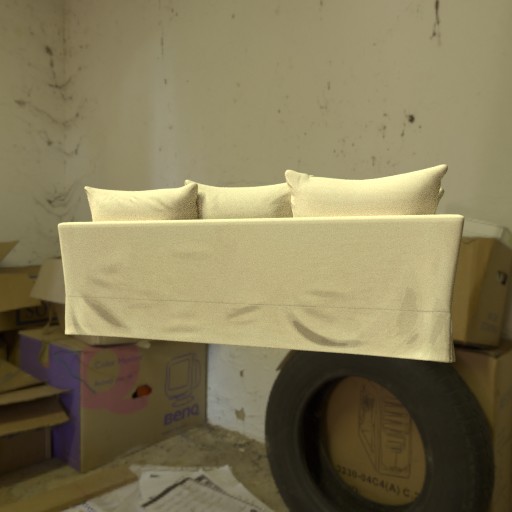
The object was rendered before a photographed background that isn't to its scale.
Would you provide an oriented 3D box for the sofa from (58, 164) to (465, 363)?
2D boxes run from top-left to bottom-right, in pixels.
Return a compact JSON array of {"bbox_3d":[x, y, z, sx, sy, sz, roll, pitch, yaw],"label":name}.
[{"bbox_3d":[0.000,0.000,3.037,2.484,1.042,1.030,0,1,18],"label":"sofa"}]
